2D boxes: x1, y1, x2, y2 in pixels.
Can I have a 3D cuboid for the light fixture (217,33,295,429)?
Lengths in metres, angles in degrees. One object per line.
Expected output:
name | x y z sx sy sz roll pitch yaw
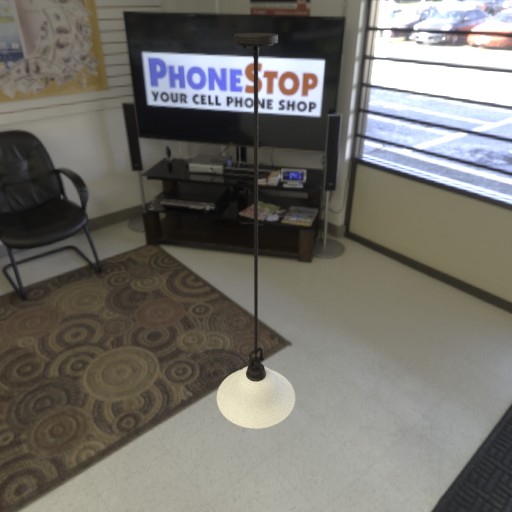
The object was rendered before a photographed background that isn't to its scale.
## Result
light fixture | 0.000 0.000 1.493 0.324 1.337 0.324 -21 36 -32
